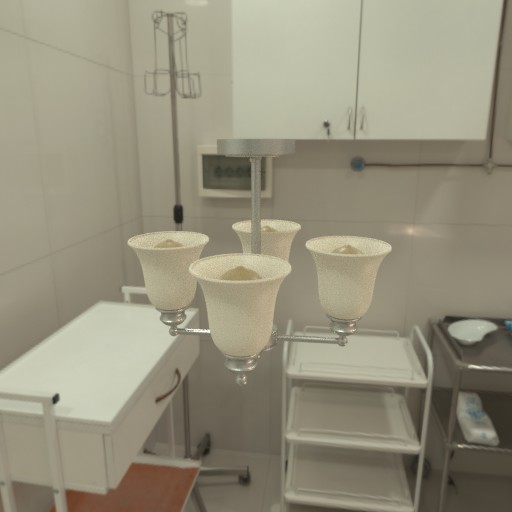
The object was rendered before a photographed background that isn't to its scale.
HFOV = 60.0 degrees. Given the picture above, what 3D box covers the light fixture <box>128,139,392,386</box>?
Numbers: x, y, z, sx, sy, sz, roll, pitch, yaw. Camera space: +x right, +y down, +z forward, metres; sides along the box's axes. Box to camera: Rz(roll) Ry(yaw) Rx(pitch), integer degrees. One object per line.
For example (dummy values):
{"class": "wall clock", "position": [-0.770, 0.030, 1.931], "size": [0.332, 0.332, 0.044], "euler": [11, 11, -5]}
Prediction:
{"class": "light fixture", "position": [0.000, 0.000, 0.727], "size": [0.427, 0.370, 0.427], "euler": [2, 15, 8]}
